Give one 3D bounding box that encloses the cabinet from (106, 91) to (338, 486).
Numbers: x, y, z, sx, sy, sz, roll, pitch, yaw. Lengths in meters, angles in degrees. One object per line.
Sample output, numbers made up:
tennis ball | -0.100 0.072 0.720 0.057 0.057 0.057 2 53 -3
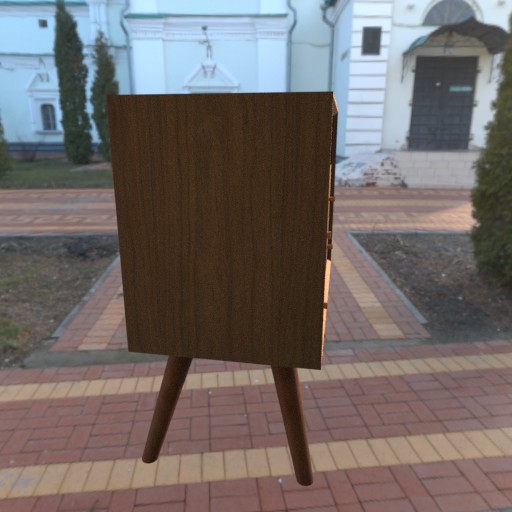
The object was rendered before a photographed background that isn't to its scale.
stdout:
cabinet | 0.000 0.000 1.158 0.388 0.748 0.712 3 16 10
